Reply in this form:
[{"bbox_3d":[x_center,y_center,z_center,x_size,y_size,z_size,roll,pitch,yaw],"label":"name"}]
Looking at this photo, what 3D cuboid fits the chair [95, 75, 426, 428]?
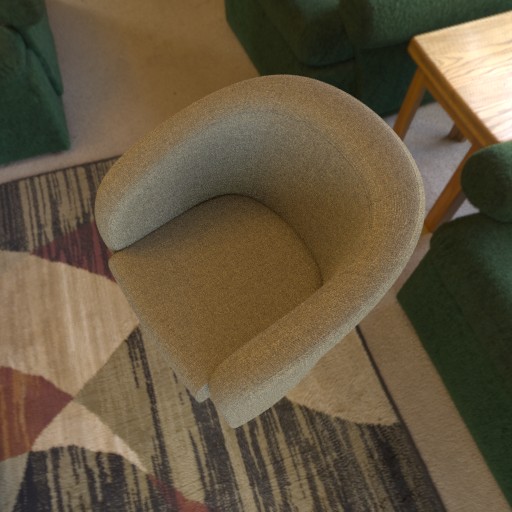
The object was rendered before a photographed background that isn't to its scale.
[{"bbox_3d":[0.000,0.000,1.411,0.815,0.771,0.791,-34,67,-16],"label":"chair"}]
